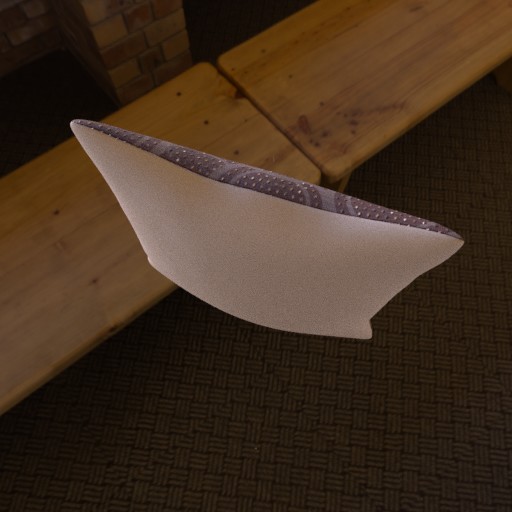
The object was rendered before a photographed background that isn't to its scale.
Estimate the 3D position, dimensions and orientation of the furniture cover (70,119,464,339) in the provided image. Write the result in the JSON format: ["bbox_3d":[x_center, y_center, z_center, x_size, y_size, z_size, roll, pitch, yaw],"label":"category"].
[{"bbox_3d":[0.000,0.000,0.810,0.552,0.509,0.193,18,68,8],"label":"furniture cover"}]
